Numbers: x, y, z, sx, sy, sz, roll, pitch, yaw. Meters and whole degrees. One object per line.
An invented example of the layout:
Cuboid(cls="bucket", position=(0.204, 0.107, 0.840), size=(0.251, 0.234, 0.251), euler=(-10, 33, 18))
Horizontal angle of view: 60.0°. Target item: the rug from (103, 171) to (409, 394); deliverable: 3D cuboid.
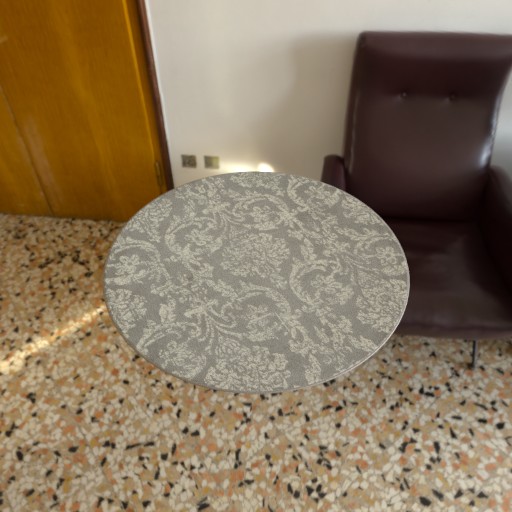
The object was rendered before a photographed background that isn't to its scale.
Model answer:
Cuboid(cls="rug", position=(0.000, 0.000, 2.368), size=(1.593, 0.012, 1.593), euler=(0, 45, 0))
